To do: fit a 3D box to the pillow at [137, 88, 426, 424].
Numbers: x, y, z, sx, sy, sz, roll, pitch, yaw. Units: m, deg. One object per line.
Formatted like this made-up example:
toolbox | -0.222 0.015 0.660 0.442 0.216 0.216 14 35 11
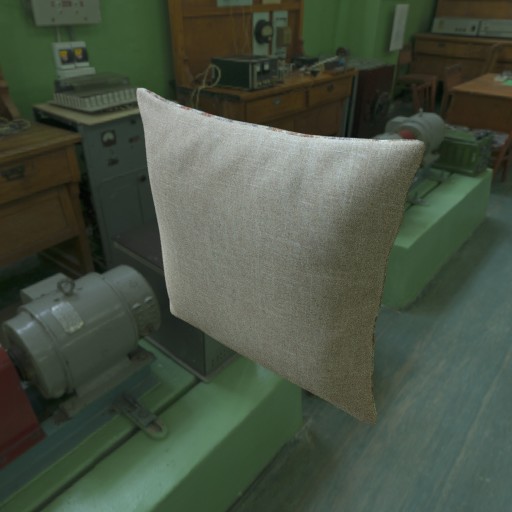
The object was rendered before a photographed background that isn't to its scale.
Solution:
pillow | 0.000 0.000 0.781 0.523 0.506 0.166 22 38 32
